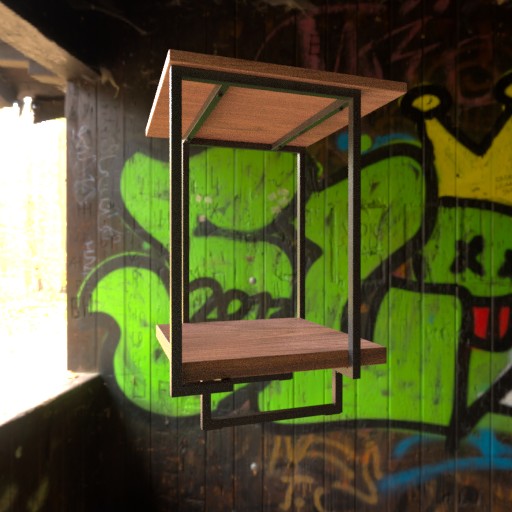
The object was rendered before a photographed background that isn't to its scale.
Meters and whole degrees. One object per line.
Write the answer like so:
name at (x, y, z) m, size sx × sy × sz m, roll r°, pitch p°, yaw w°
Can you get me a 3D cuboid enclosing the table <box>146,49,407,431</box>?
table at (0.000, 0.000, 0.859) m, size 0.384 × 0.567 × 0.411 m, roll 0°, pitch 0°, yaw -18°
